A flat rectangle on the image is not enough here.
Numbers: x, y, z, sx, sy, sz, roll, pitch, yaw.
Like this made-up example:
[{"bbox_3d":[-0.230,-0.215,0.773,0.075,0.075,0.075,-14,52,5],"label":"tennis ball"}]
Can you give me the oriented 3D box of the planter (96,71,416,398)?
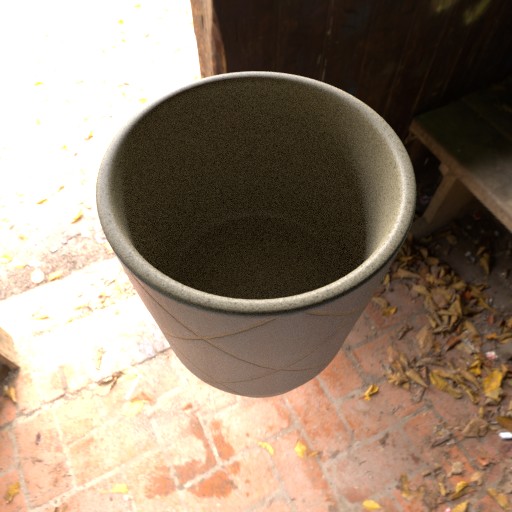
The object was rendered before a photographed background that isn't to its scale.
[{"bbox_3d":[0.000,0.000,0.417,0.227,0.235,0.227,0,58,0],"label":"planter"}]
